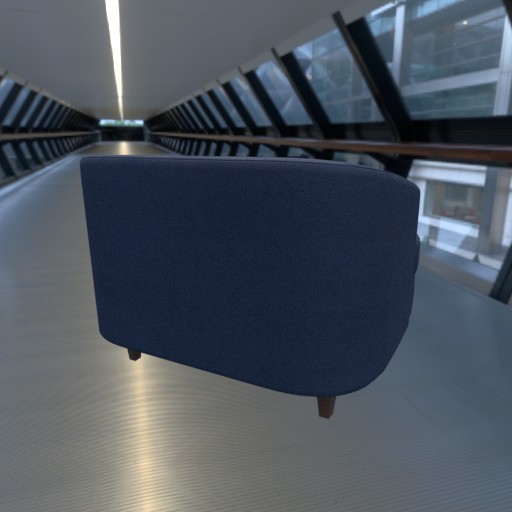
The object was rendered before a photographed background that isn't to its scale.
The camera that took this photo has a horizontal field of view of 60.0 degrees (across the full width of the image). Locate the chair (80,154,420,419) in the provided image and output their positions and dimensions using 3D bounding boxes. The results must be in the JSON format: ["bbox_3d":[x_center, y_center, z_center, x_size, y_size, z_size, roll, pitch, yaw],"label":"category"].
[{"bbox_3d":[0.000,0.000,1.739,1.118,0.787,0.914,8,16,27],"label":"chair"}]
